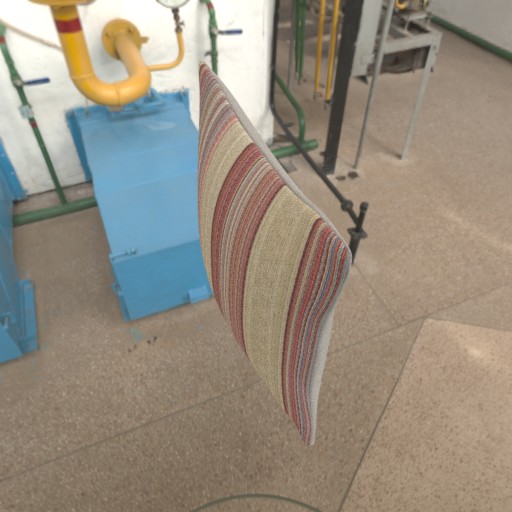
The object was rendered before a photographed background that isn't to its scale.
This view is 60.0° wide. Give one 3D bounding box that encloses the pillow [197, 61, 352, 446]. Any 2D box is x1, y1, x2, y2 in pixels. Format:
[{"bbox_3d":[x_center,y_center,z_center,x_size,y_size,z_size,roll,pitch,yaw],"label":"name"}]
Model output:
[{"bbox_3d":[0.000,0.000,0.658,0.136,0.419,0.437,-16,48,-15],"label":"pillow"}]
